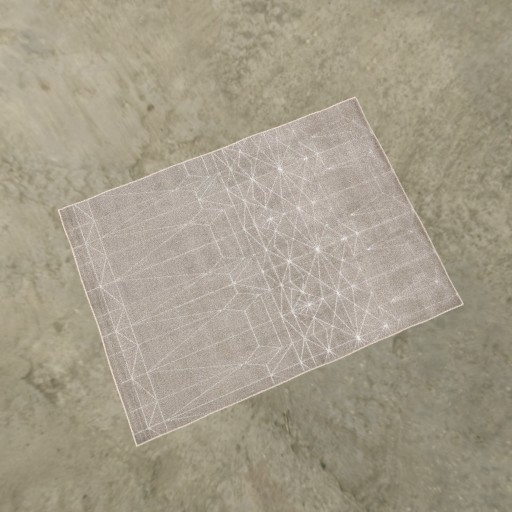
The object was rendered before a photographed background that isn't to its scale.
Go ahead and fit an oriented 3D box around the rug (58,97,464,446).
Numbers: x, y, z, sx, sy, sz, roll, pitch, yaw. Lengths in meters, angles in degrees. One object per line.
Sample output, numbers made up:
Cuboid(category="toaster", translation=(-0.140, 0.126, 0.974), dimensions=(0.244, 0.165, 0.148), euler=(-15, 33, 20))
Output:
Cuboid(category="rug", translation=(0.000, 0.000, 4.397), dimensions=(3.357, 0.019, 2.449), euler=(-22, 78, -5))
